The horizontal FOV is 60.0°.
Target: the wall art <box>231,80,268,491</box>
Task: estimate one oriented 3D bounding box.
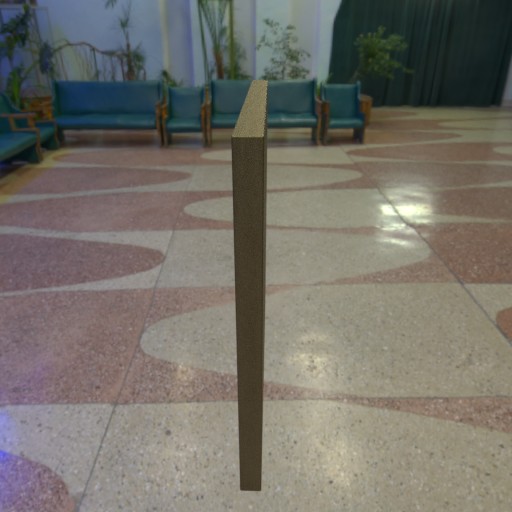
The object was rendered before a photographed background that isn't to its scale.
[{"bbox_3d":[0.000,0.000,0.749,0.031,0.506,0.503,1,27,2],"label":"wall art"}]
